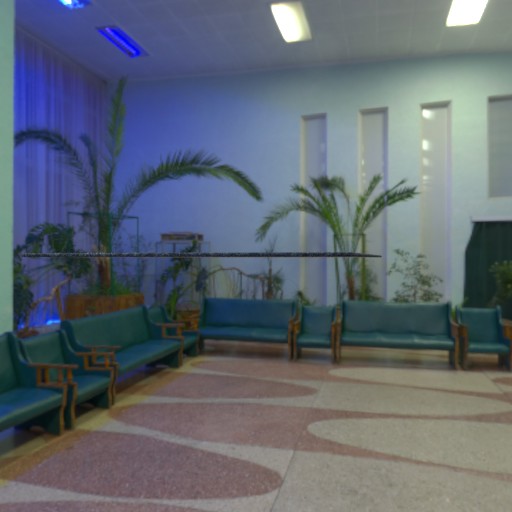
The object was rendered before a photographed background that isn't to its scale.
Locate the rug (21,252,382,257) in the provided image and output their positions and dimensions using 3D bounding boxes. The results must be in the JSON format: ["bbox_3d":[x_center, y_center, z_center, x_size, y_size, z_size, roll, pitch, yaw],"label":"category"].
[{"bbox_3d":[0.000,0.000,2.881,1.478,0.017,2.330,0,0,18],"label":"rug"}]
